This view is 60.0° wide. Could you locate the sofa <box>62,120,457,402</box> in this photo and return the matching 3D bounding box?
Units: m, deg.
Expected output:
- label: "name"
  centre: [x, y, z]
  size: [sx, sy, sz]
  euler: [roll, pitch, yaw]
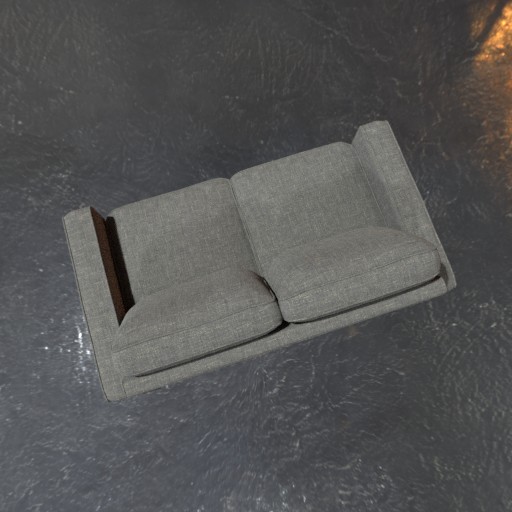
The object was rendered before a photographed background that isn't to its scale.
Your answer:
- label: "sofa"
  centre: [0.000, 0.000, 2.242]
  size: [1.709, 0.918, 0.947]
  euler: [-17, 77, -4]
